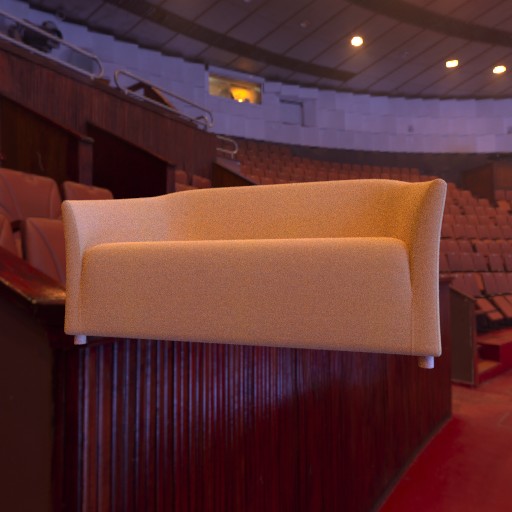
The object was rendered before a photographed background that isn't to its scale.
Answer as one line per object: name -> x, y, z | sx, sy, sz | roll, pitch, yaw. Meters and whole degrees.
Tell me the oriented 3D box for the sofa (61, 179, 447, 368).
sofa -> 0.000, 0.000, 1.893 | 1.452, 0.721, 0.705 | 0, -1, 19
